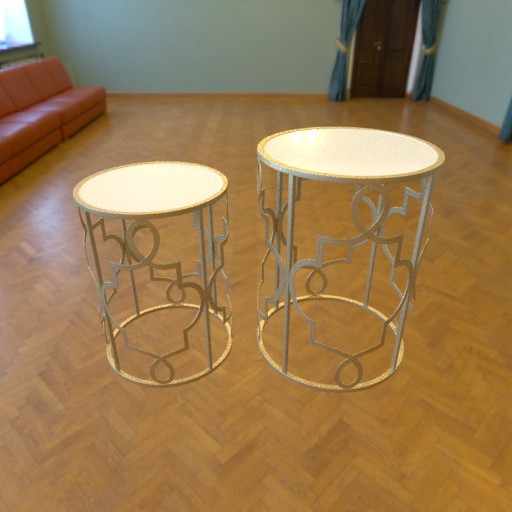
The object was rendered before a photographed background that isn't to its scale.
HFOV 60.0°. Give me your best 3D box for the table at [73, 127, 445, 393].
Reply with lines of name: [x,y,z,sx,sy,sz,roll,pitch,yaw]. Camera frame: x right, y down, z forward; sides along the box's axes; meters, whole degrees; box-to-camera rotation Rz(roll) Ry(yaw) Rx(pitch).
table: [0.000,0.000,1.155,0.846,0.564,0.420,-1,29,-2]
